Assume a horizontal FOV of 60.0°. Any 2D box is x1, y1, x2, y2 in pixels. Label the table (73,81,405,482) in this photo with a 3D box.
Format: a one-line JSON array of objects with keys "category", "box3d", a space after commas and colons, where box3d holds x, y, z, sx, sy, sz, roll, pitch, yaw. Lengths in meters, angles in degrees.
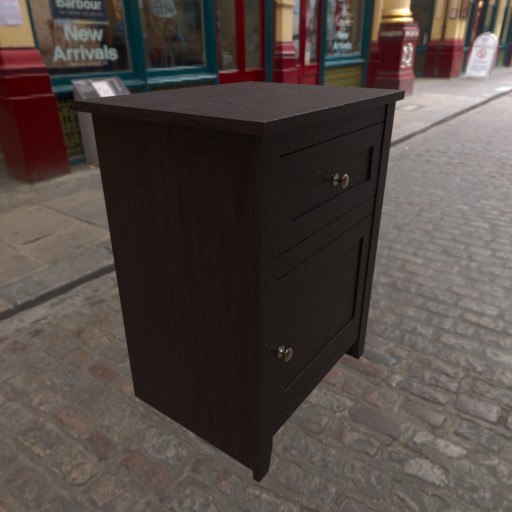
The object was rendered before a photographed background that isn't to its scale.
[{"category": "table", "box3d": [0.000, 0.000, 0.924, 0.381, 0.635, 0.480, 17, 31, 32]}]
